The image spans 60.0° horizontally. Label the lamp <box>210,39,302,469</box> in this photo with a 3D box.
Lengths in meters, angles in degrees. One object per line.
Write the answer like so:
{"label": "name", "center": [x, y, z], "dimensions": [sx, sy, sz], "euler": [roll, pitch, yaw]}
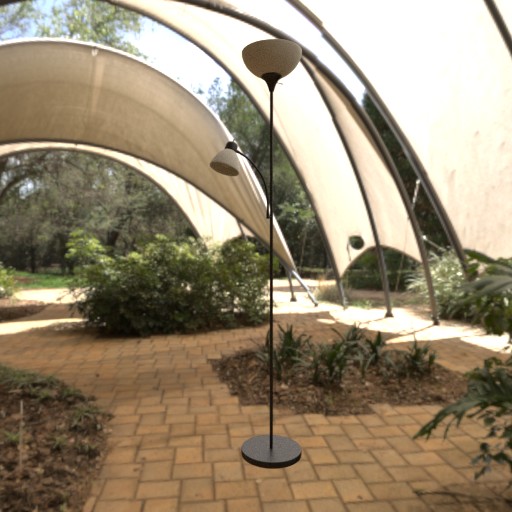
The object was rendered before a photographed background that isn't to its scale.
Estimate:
{"label": "lamp", "center": [0.000, 0.000, 1.945], "dimensions": [0.442, 1.804, 0.279], "euler": [-1, 2, -35]}
